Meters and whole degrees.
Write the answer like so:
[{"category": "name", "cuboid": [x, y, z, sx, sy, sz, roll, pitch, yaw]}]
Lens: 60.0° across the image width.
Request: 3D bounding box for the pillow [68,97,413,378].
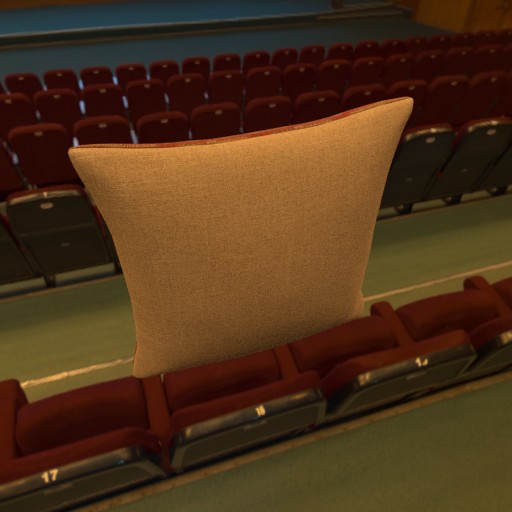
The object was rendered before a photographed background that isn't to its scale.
[{"category": "pillow", "cuboid": [0.000, 0.000, 0.780, 0.511, 0.503, 0.182, -13, 43, -14]}]
